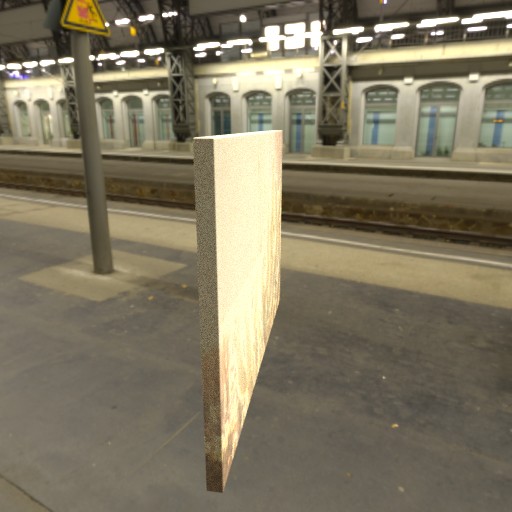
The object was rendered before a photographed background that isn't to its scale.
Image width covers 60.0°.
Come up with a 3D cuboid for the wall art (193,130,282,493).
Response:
[{"bbox_3d":[0.000,0.000,1.414,0.041,0.758,1.142,3,17,9],"label":"wall art"}]
